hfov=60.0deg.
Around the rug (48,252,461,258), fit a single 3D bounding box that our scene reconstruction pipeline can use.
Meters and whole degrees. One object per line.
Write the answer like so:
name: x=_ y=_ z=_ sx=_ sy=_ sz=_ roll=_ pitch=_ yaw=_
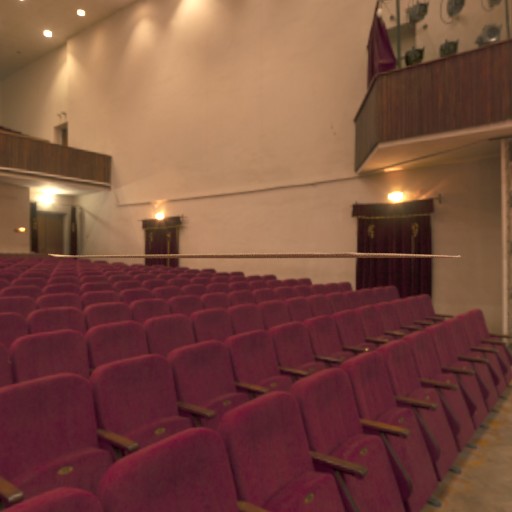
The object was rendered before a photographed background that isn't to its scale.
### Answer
rug: x=0.000 y=0.000 z=3.941 sx=2.897 sy=0.035 sz=2.277 roll=0 pitch=-1 yaw=37
